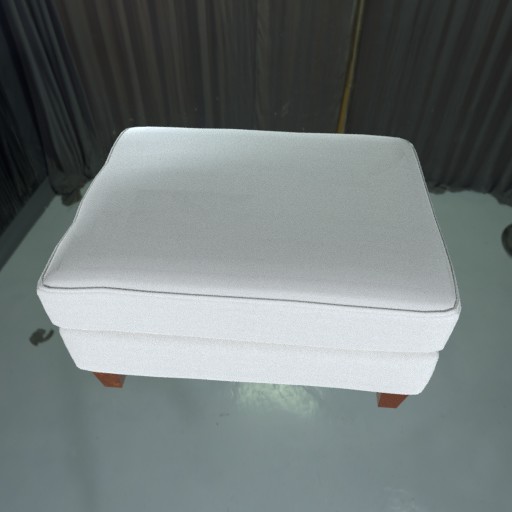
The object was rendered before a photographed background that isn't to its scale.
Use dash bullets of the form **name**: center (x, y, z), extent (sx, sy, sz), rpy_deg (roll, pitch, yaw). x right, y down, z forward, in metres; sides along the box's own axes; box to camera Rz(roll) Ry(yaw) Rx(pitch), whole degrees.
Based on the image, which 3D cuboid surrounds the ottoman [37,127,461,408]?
- **ottoman**: center (0.000, 0.000, 1.152), extent (0.818, 0.479, 0.634), rpy_deg (3, 46, 3)
